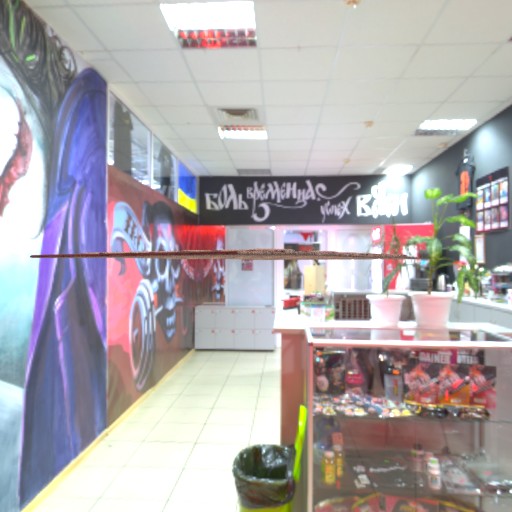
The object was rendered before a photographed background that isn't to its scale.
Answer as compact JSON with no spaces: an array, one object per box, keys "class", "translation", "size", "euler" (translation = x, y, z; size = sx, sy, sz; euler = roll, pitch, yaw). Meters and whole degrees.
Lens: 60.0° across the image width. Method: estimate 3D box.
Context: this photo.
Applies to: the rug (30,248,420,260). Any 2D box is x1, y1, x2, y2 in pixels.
[{"class":"rug","translation":[0.000,0.000,2.390],"size":[1.222,0.030,1.823],"euler":[-1,-1,36]}]
